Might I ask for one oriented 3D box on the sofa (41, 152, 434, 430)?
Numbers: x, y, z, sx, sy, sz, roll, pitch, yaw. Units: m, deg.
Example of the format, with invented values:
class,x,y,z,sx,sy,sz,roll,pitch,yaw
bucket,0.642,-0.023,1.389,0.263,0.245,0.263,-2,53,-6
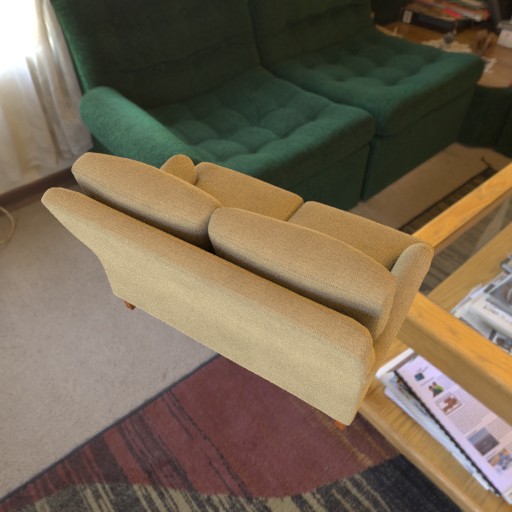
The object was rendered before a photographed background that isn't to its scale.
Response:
class,x,y,z,sx,sy,sz,roll,pitch,yaw
sofa,0.000,0.000,2.148,1.480,0.999,1.087,24,50,22
